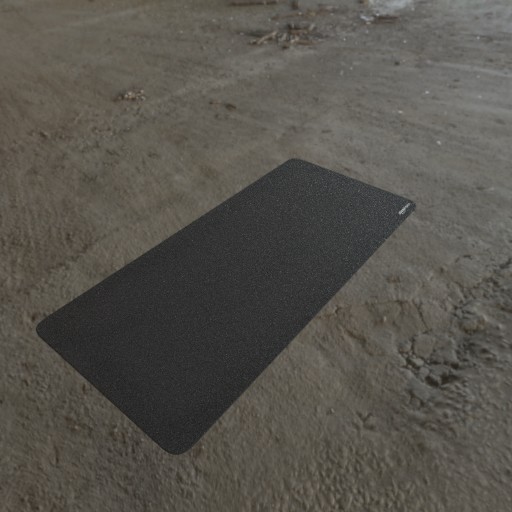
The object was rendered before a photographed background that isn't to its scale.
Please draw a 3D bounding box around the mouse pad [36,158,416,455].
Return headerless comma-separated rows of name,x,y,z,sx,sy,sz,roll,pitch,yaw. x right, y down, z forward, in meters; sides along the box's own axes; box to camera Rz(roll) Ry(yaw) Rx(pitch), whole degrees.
mouse pad,0.000,0.000,1.048,0.424,0.003,0.907,28,48,28
